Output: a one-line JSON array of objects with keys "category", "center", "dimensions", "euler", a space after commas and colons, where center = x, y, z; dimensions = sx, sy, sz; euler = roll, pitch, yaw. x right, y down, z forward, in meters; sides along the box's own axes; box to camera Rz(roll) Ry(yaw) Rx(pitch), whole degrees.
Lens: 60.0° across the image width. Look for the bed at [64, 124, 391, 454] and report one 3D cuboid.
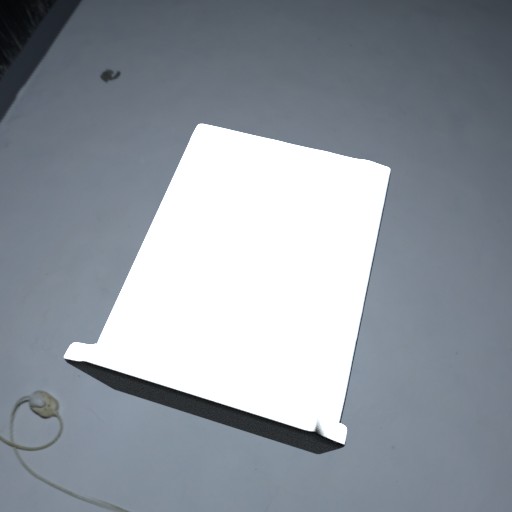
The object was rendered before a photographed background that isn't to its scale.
[{"category": "bed", "center": [0.000, 0.000, 3.579], "dimensions": [1.977, 1.293, 2.498], "euler": [15, 65, 7]}]
